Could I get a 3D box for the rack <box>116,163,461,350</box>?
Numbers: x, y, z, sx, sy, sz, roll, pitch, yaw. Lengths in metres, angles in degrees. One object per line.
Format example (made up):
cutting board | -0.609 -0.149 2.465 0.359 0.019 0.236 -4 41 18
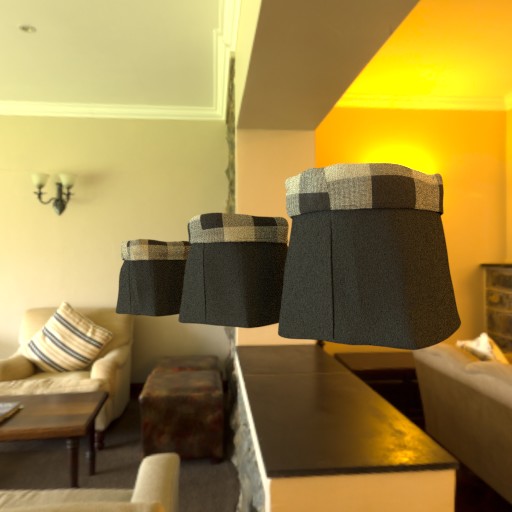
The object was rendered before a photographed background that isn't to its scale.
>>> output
rack | 0.000 0.000 1.090 0.889 0.329 0.370 0 0 35
